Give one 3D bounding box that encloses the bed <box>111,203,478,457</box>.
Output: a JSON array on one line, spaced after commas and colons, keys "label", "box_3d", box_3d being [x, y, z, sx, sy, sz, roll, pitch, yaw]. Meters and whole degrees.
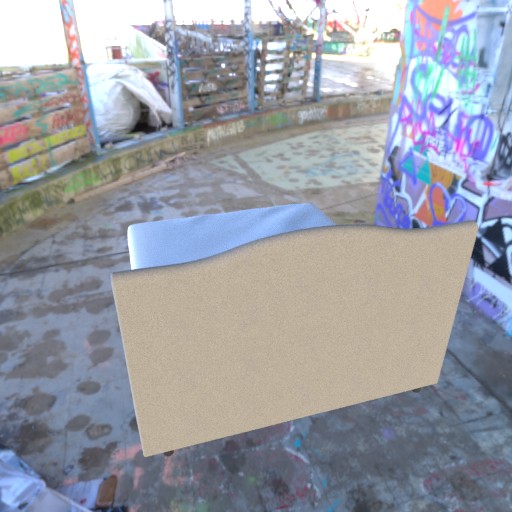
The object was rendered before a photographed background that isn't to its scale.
[{"label": "bed", "box_3d": [0.000, 0.000, 3.524, 2.083, 1.421, 2.182, -8, 30, -15]}]
